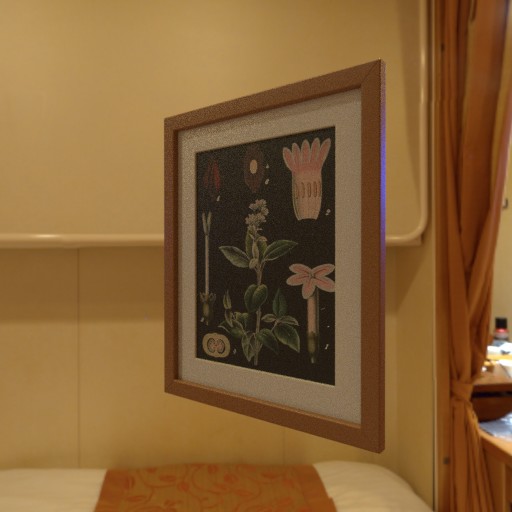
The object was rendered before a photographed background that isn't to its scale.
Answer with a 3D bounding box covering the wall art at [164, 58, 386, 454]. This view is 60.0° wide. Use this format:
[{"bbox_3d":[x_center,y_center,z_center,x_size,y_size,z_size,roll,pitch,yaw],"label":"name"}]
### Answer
[{"bbox_3d":[0.000,0.000,0.523,0.310,0.379,0.015,0,0,37],"label":"wall art"}]
